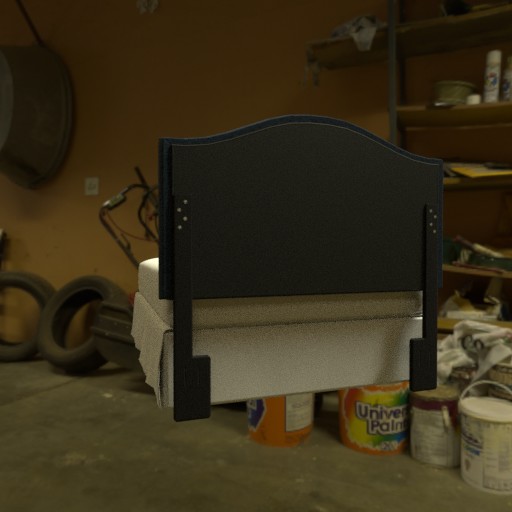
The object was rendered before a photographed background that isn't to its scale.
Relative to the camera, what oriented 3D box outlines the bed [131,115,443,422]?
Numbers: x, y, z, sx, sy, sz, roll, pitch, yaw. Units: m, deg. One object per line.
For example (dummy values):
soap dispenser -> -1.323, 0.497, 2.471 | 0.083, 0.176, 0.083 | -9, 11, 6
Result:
bed -> 0.000, 0.000, 3.334 | 1.713, 1.518, 2.153 | 0, 1, -19
